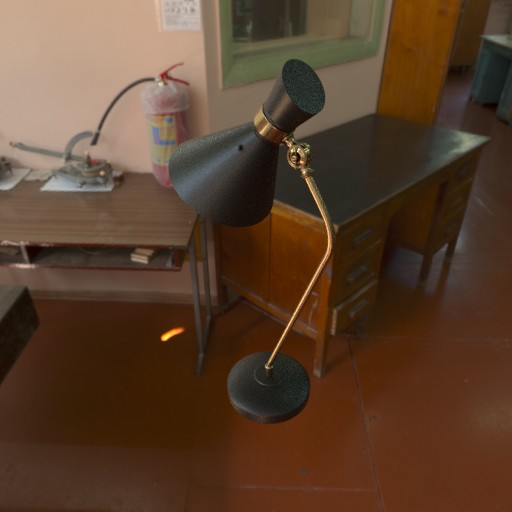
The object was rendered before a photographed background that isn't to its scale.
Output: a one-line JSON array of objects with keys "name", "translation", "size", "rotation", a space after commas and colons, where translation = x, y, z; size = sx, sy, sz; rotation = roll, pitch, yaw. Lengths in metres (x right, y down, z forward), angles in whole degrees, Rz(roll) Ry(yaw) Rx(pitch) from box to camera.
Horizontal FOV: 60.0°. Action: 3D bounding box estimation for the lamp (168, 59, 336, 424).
[{"name": "lamp", "translation": [0.000, 0.000, 0.777], "size": [0.292, 0.647, 0.189], "rotation": [22, 39, 30]}]
